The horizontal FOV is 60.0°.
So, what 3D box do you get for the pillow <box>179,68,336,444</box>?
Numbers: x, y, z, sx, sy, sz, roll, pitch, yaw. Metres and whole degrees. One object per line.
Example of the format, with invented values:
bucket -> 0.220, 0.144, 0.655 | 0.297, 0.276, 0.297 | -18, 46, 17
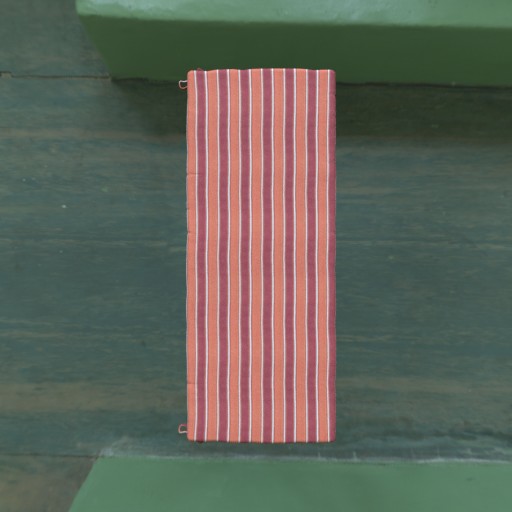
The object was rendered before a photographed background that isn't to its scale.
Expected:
pillow -> 0.000, 0.000, 1.382 | 0.492, 0.081, 1.187 | 0, 90, 0
